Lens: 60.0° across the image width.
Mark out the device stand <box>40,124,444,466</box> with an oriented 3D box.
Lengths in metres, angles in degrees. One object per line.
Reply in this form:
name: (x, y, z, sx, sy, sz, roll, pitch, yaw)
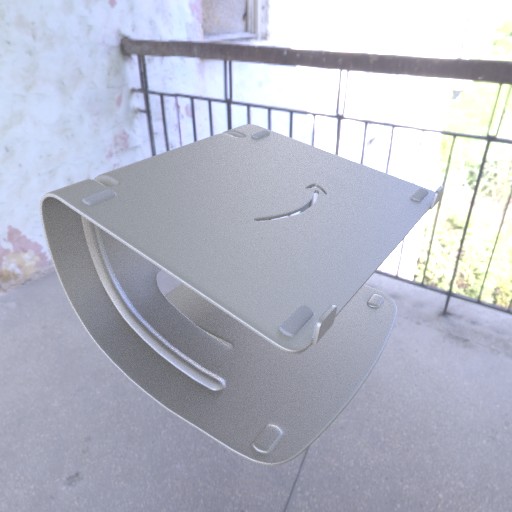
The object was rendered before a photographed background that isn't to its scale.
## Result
device stand: (0.000, 0.000, 0.386, 0.236, 0.155, 0.256, 19, 35, 30)
